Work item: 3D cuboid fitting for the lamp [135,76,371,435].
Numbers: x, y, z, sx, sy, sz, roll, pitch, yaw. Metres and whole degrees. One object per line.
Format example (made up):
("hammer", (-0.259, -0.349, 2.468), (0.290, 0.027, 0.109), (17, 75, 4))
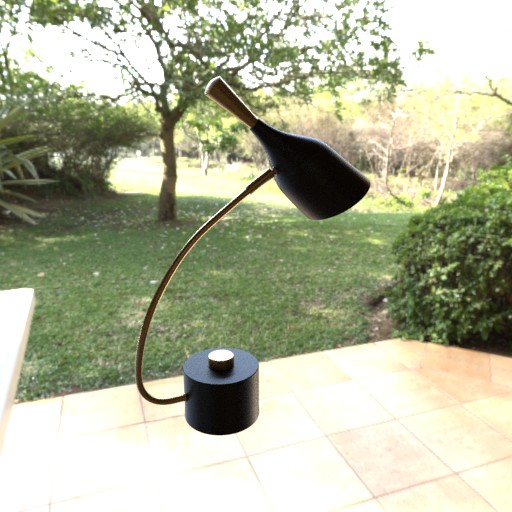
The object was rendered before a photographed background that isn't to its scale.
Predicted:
("lamp", (0.000, 0.000, 0.620), (0.352, 0.464, 0.110), (-7, 16, -25))
